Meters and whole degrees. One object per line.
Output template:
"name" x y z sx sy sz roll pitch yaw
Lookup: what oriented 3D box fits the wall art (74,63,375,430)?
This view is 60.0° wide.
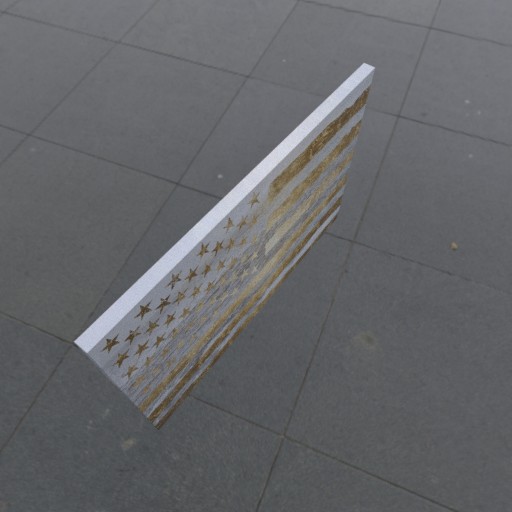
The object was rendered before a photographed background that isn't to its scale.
"wall art" 0.000 0.000 1.443 0.041 0.762 1.145 33 64 19
